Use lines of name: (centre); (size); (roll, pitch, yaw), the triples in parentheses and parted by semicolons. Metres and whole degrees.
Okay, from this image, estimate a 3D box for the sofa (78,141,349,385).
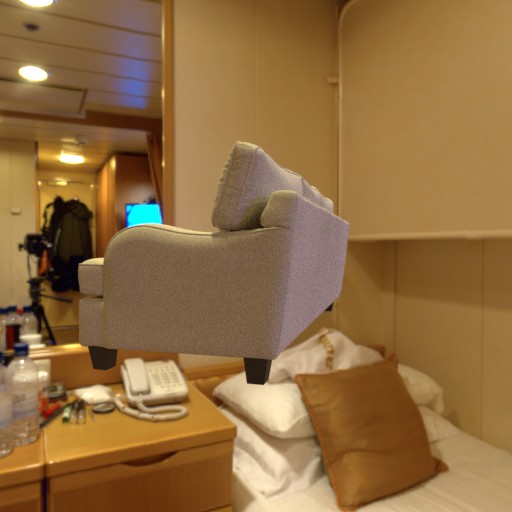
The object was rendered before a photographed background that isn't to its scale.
sofa: (0.000, 0.000, 2.922); (1.016, 0.991, 2.323); (0, 1, 17)
